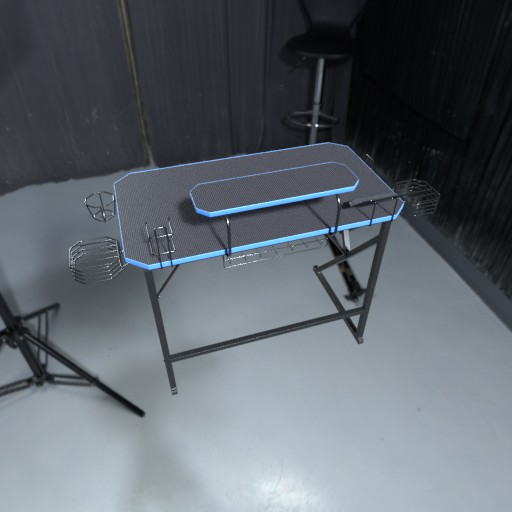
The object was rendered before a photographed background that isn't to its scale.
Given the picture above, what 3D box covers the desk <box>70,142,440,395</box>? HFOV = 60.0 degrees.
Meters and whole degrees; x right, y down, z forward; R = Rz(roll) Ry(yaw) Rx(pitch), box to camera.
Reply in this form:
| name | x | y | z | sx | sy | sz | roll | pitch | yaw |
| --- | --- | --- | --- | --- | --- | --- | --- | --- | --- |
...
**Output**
| name | x | y | z | sx | sy | sz | roll | pitch | yaw |
| --- | --- | --- | --- | --- | --- | --- | --- | --- | --- |
| desk | 0.000 | 0.000 | 1.804 | 1.295 | 0.909 | 0.594 | -12 | 43 | -13 |
